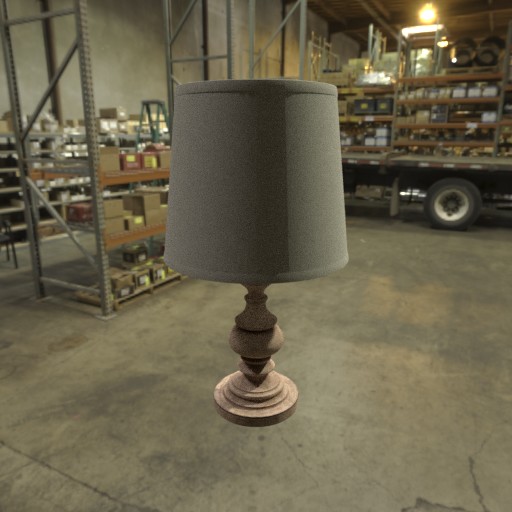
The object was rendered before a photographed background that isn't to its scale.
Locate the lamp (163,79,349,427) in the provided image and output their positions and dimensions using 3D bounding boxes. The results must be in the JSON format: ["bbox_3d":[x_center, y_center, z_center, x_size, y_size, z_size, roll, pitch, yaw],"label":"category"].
[{"bbox_3d":[0.000,0.000,0.667,0.273,0.497,0.273,0,15,0],"label":"lamp"}]
